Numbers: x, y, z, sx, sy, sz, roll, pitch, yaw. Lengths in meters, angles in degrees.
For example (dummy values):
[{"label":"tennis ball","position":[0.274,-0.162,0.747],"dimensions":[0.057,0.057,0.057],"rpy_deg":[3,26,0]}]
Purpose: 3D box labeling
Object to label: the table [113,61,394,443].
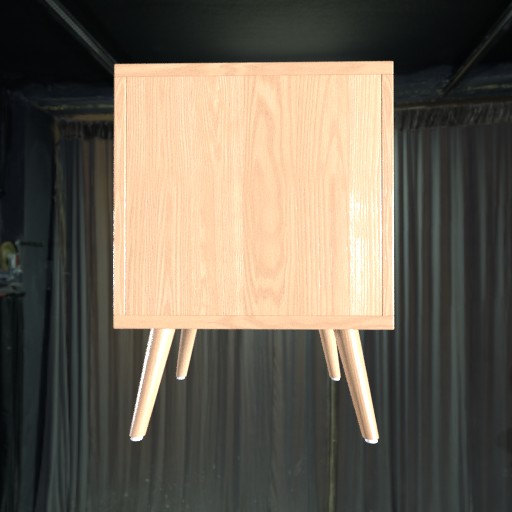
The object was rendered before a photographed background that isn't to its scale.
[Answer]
[{"label":"table","position":[0.000,0.000,0.831],"dimensions":[0.400,0.550,0.400],"rpy_deg":[0,-1,1]}]
